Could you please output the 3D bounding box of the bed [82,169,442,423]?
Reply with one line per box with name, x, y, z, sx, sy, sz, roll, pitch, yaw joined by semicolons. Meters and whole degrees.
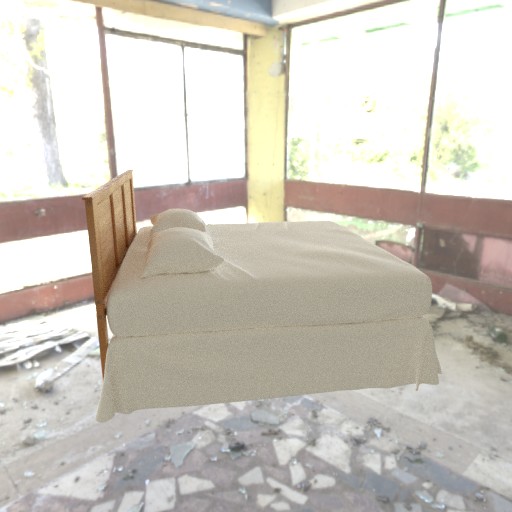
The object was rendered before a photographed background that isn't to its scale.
bed;0.000;0.000;3.604;2.215;1.270;2.317;-2;15;-9
